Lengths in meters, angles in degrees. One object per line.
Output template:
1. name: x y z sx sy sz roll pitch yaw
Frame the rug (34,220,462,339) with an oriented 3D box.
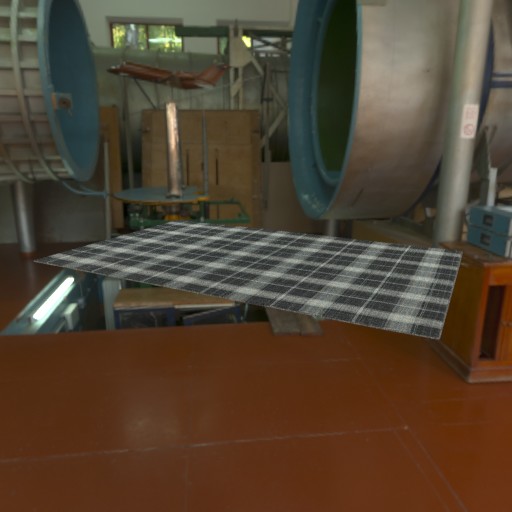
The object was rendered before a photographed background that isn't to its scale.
1. rug: 0.000 0.000 2.949 2.434 0.015 1.520 8 18 26
